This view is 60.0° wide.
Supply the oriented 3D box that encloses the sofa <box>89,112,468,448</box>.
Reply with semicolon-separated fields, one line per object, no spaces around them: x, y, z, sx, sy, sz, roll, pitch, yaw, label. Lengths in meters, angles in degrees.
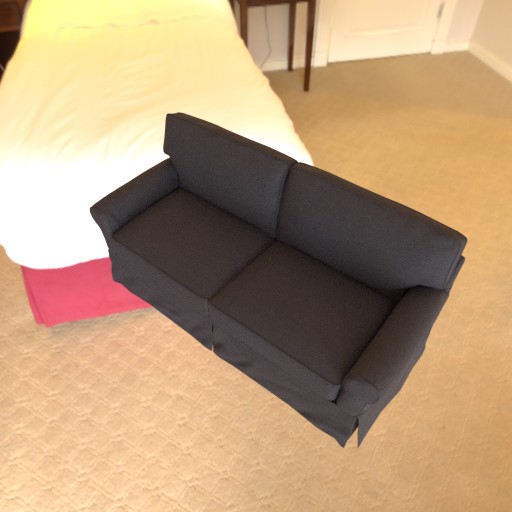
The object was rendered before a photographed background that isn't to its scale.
0.000;0.000;2.876;2.256;1.094;0.983;30;53;25;sofa
